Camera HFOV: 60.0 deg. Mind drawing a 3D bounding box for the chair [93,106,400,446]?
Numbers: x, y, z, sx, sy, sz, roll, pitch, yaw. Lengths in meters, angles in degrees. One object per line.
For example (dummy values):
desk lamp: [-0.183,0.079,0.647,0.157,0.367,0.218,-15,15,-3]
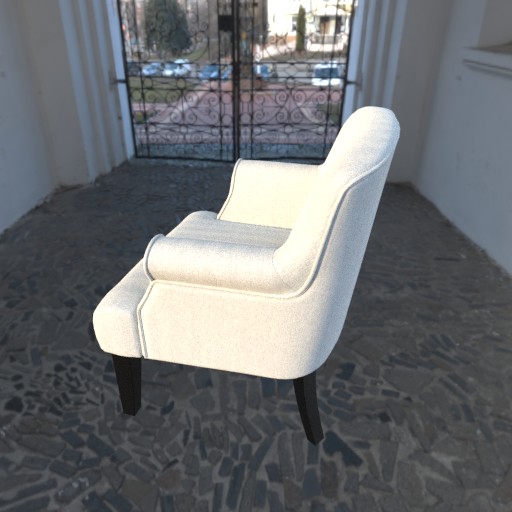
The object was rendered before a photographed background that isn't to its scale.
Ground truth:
chair: [0.000,0.000,1.397,0.750,0.875,0.781,8,29,14]
